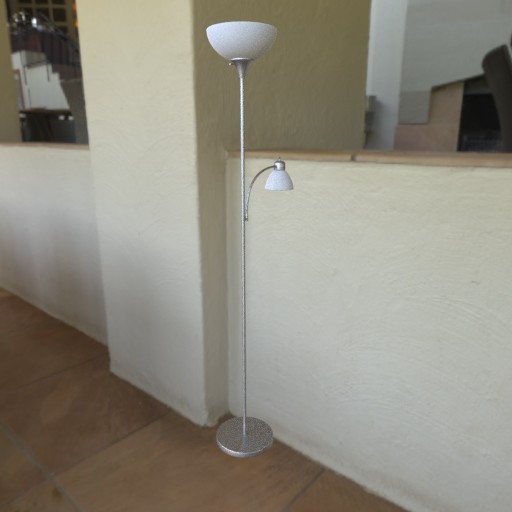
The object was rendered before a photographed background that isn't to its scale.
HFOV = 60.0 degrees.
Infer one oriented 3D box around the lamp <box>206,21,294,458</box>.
[{"bbox_3d":[0.000,0.000,1.971,0.279,1.804,0.425,14,20,43],"label":"lamp"}]
